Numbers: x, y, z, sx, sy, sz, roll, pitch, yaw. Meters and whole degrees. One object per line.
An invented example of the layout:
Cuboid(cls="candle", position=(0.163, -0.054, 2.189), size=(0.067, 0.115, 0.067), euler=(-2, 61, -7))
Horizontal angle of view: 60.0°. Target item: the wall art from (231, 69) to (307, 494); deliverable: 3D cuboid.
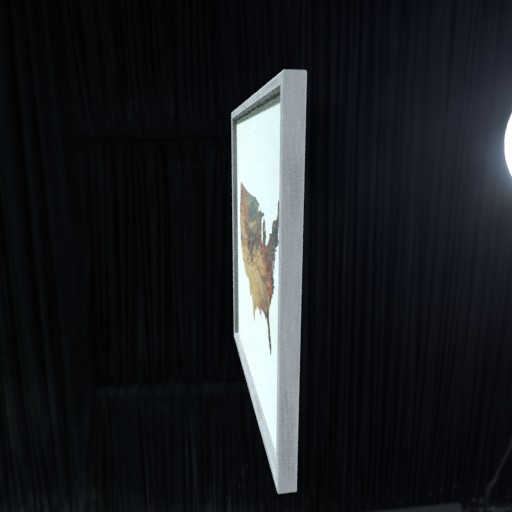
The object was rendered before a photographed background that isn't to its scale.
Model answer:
Cuboid(cls="wall art", position=(0.000, 0.000, 0.450), size=(0.015, 0.303, 0.303), euler=(-2, 13, -9))
